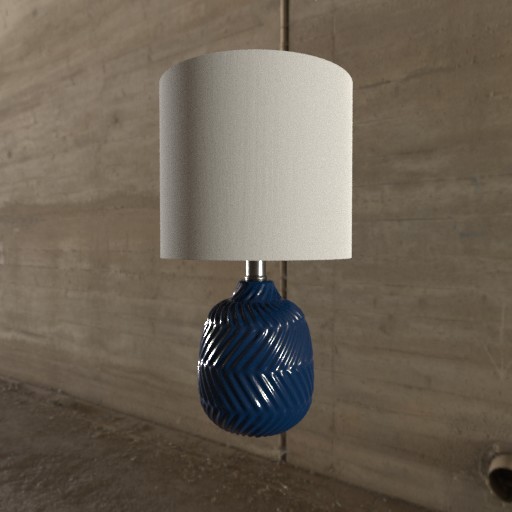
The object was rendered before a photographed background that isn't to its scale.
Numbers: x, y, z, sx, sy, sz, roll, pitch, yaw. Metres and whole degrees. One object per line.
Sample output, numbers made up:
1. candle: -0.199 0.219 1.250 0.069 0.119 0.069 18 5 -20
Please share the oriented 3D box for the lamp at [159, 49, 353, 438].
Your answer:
1. lamp: 0.000 0.000 0.482 0.203 0.368 0.203 0 2 0
